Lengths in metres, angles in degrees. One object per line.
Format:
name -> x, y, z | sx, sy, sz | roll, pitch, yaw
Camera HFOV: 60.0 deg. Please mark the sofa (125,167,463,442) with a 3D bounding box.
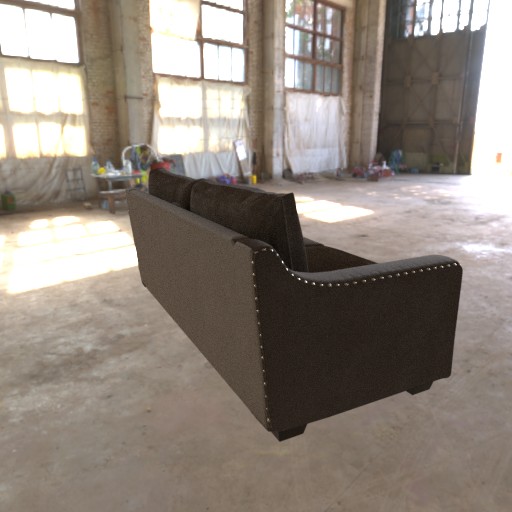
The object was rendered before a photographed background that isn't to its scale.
sofa -> 0.000, 0.000, 3.258 | 1.336, 1.196, 2.550 | -8, 17, -26
